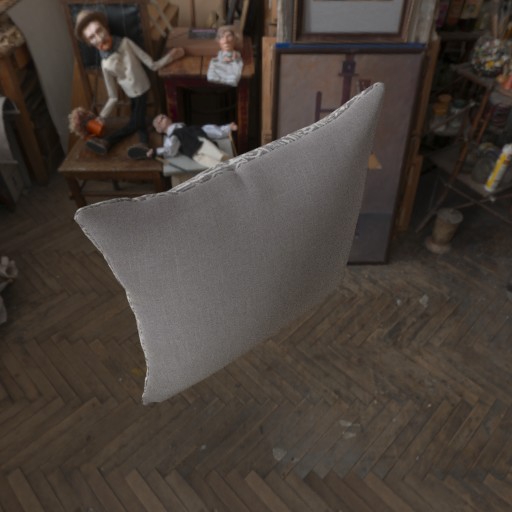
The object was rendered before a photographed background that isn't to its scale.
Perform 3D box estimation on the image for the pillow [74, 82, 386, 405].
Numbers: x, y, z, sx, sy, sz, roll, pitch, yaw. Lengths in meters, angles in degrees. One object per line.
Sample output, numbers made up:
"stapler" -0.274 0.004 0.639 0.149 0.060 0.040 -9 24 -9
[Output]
"pillow" 0.000 0.000 0.789 0.546 0.487 0.180 -30 53 -25
